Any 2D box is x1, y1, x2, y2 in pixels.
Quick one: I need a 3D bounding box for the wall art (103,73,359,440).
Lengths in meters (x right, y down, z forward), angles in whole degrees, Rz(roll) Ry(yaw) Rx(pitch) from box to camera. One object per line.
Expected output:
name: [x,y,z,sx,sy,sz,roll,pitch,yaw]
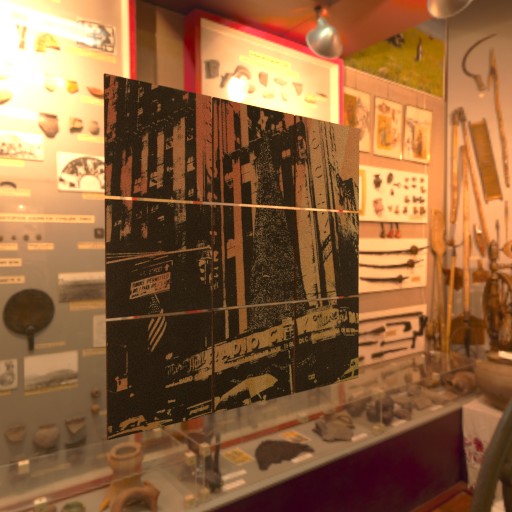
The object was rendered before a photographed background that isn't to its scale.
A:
wall art: [0.000,0.000,1.819,1.216,1.216,0.013,-1,2,-35]
